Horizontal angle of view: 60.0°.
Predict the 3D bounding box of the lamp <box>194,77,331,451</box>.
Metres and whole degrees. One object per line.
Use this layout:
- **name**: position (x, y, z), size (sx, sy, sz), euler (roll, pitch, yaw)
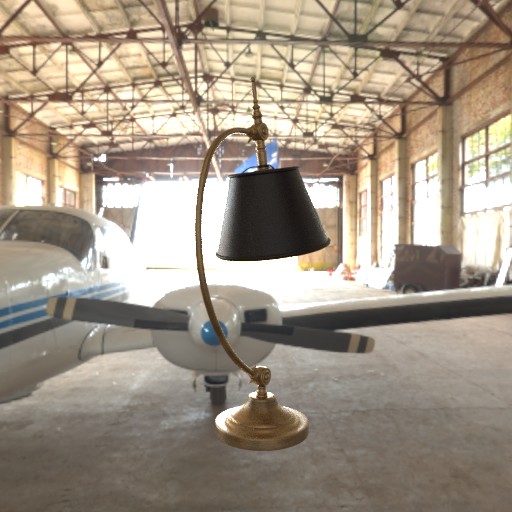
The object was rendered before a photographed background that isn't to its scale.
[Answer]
- **lamp**: position (0.000, 0.000, 0.848), size (0.235, 0.675, 0.344), euler (0, 0, 35)
